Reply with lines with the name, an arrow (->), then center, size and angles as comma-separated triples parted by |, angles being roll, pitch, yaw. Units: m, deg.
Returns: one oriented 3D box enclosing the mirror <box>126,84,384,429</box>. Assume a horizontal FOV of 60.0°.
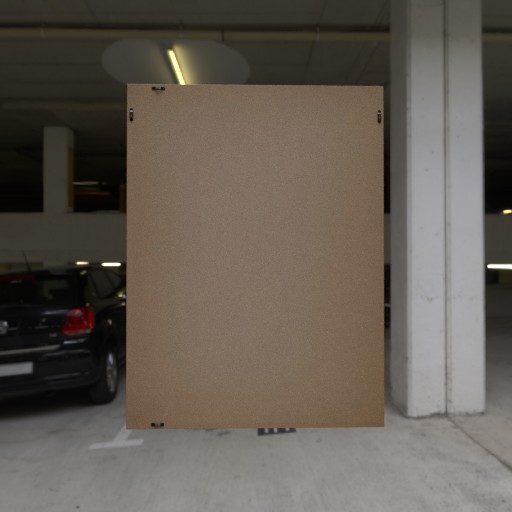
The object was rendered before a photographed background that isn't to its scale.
mirror -> 0.000, 0.000, 1.328 | 0.762, 1.016, 0.041 | 0, -1, -1
